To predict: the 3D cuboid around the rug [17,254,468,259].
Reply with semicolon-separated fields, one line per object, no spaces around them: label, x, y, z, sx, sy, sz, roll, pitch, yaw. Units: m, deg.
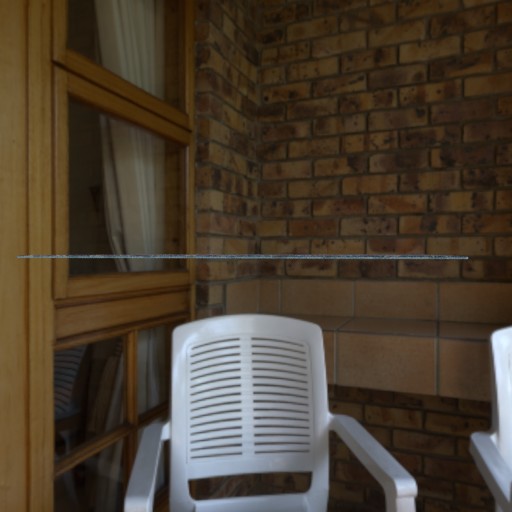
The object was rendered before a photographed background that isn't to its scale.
rug;0.000;0.000;2.808;2.207;0.014;1.567;0;0;16
